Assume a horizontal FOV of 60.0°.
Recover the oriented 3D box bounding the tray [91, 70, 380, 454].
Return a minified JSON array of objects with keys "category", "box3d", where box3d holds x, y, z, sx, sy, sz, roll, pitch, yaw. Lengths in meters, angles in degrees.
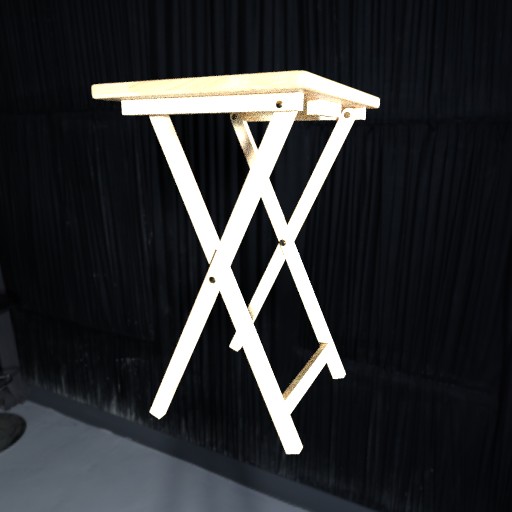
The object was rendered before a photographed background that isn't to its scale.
[{"category":"tray","box3d":[0.000,0.000,0.948,0.381,0.660,0.483,7,17,25]}]
